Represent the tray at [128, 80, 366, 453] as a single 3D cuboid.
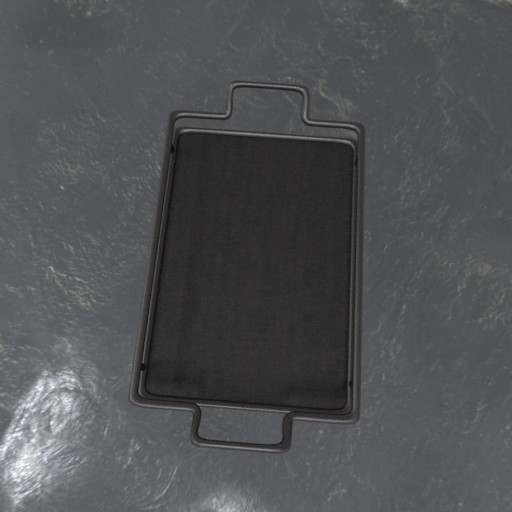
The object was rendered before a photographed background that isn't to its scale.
[{"bbox_3d":[0.000,0.000,0.623,0.297,0.101,0.495,4,76,1],"label":"tray"}]
